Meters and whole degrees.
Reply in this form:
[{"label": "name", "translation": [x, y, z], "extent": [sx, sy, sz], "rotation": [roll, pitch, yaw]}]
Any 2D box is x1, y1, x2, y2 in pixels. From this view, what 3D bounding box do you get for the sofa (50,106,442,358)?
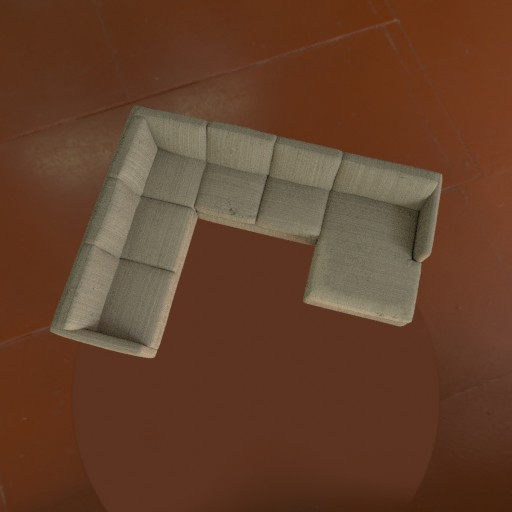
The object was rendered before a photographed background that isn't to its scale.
[{"label": "sofa", "translation": [0.000, 0.000, 4.681], "extent": [3.460, 0.961, 2.594], "rotation": [14, 75, 4]}]
